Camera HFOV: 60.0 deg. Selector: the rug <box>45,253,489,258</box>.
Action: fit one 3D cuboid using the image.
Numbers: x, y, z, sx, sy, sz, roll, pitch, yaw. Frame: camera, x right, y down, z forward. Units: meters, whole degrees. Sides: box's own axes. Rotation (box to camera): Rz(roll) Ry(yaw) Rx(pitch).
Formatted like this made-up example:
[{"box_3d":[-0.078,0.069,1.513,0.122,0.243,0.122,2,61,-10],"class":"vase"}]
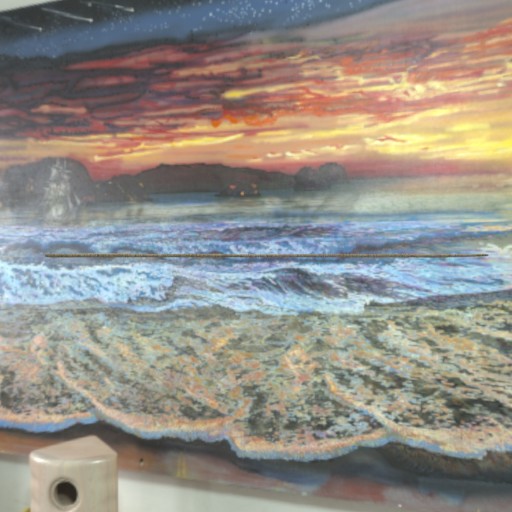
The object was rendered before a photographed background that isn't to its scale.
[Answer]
[{"box_3d":[0.000,0.000,2.311,1.822,0.018,1.211,0,0,-17],"class":"rug"}]
